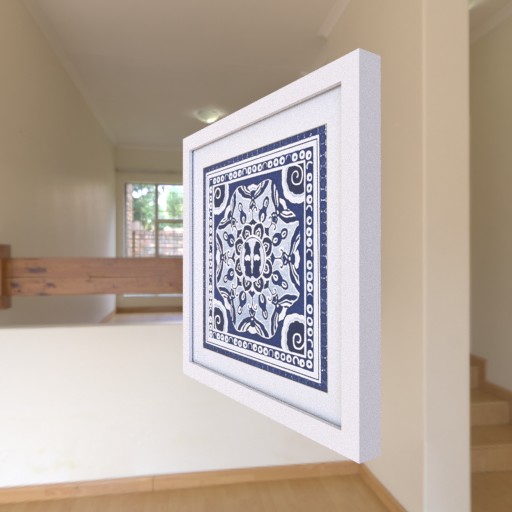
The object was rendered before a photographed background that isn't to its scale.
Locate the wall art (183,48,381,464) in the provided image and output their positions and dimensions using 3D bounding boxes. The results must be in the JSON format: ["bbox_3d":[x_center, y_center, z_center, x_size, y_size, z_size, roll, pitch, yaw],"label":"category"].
[{"bbox_3d":[0.000,0.000,0.533,0.027,0.355,0.355,0,0,-34],"label":"wall art"}]
